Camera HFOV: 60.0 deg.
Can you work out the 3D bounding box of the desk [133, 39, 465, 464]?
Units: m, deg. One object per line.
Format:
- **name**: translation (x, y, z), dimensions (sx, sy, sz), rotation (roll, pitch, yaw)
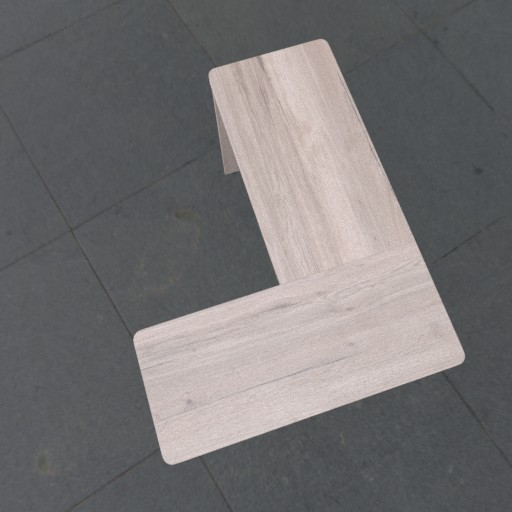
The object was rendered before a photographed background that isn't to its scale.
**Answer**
- **desk**: translation (0.000, 0.000, 1.747), dimensions (0.900, 0.760, 1.169), rotation (-18, 76, -5)
